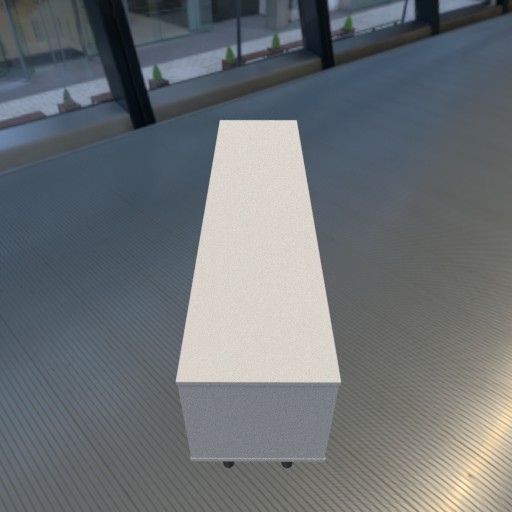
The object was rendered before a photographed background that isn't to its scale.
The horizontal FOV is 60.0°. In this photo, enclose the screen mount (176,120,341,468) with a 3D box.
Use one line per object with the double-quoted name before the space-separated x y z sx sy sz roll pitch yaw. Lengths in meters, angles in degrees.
"screen mount" 0.000 0.000 1.855 0.418 0.520 1.600 0 39 0
